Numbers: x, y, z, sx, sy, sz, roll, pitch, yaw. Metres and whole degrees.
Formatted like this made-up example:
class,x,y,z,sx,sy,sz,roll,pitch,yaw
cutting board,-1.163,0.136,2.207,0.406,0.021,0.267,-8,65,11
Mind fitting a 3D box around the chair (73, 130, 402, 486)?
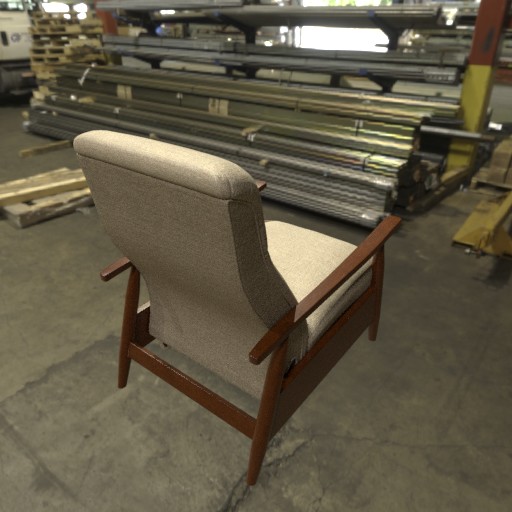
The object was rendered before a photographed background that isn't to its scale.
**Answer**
class,x,y,z,sx,sy,sz,roll,pitch,yaw
chair,0.000,0.000,1.743,0.762,1.082,1.014,21,36,32
